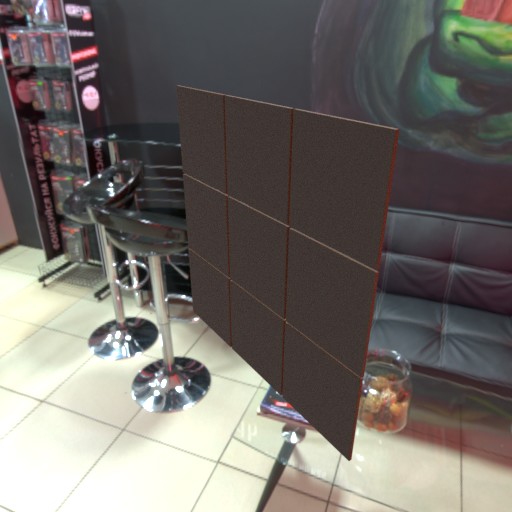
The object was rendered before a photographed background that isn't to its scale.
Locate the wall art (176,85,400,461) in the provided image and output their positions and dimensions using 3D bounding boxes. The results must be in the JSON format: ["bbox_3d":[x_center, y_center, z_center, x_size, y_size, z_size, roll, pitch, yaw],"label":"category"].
[{"bbox_3d":[0.000,0.000,2.285,0.017,1.521,1.527,-18,32,-31],"label":"wall art"}]
